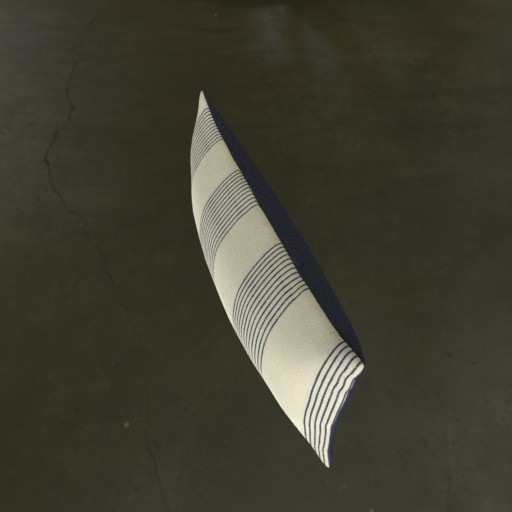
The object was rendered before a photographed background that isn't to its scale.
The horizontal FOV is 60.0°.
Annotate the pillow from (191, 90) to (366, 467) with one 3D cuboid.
[{"bbox_3d":[0.000,0.000,0.731,0.151,0.287,0.610,-15,49,-14],"label":"pillow"}]
